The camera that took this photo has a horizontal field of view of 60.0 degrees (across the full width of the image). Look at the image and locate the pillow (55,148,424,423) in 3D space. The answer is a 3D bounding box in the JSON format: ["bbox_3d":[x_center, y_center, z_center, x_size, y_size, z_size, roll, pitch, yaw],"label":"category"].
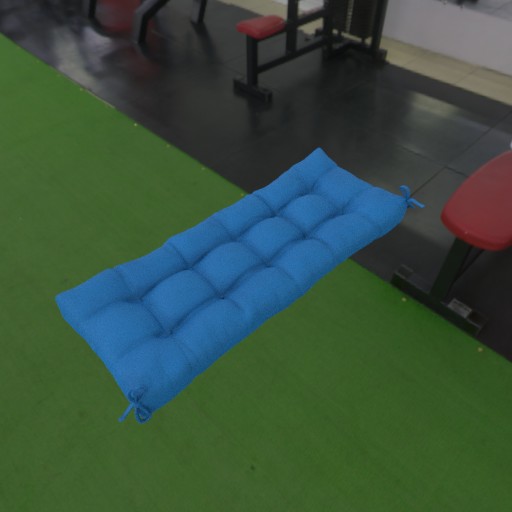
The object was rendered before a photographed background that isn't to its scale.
[{"bbox_3d":[0.000,0.000,1.408,1.194,0.174,0.511,-34,55,-28],"label":"pillow"}]
